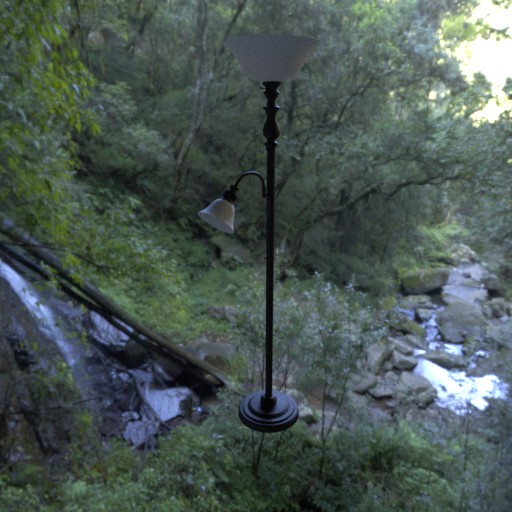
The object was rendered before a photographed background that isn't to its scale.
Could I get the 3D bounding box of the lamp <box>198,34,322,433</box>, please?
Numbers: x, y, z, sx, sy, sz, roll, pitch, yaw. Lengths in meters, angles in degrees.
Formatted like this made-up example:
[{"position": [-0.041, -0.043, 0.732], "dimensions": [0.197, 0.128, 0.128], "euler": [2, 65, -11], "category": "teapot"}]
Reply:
[{"position": [0.000, 0.000, 2.030], "dimensions": [0.588, 1.793, 0.405], "euler": [-15, 23, -41], "category": "lamp"}]
